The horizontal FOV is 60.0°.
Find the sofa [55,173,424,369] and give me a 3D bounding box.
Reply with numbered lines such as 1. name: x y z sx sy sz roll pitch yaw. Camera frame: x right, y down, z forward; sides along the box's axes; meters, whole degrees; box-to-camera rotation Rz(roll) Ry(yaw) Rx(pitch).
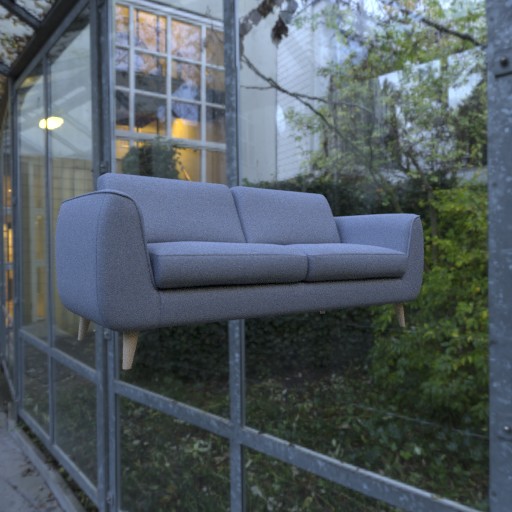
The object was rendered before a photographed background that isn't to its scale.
1. sofa: 0.000 0.000 2.556 2.000 0.870 0.920 0 1 -35
